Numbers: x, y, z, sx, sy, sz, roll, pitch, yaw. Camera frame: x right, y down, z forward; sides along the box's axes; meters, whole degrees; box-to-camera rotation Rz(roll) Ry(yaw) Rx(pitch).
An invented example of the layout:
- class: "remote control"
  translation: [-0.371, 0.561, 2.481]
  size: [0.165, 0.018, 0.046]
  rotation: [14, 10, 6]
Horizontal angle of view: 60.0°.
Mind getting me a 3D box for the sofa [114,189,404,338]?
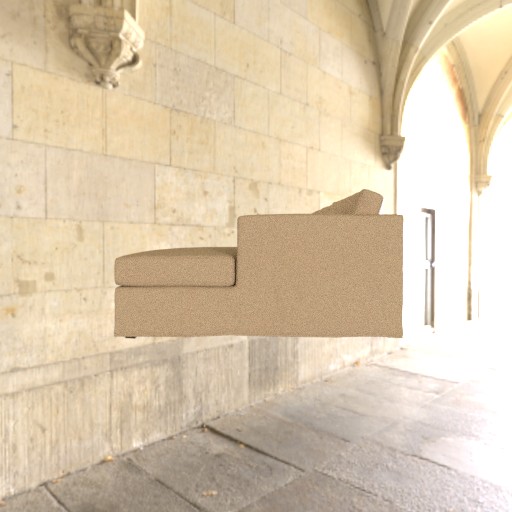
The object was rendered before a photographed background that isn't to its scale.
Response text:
- class: "sofa"
  translation: [0.000, 0.000, 4.000]
  size: [1.622, 0.871, 3.206]
  rotation: [0, 1, -1]
